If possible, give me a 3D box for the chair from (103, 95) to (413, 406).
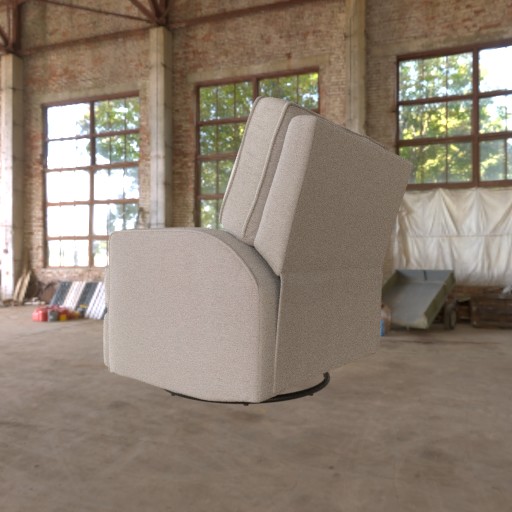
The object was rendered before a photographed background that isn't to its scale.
[{"bbox_3d":[0.000,0.000,1.718,0.969,0.964,0.861,0,0,38],"label":"chair"}]
